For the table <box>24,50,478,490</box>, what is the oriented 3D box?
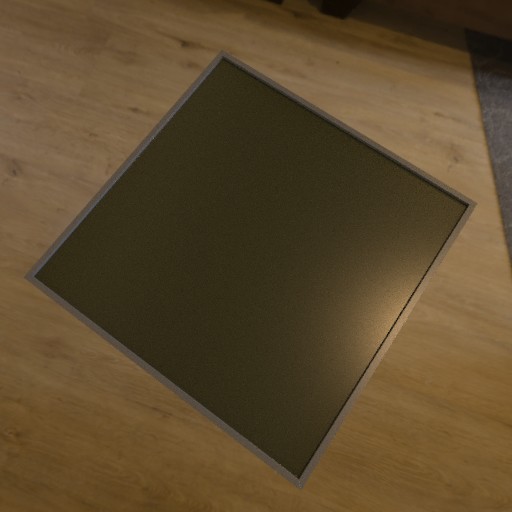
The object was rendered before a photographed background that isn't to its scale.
[{"bbox_3d":[0.000,0.000,1.233,0.801,0.299,0.801,34,77,9],"label":"table"}]
